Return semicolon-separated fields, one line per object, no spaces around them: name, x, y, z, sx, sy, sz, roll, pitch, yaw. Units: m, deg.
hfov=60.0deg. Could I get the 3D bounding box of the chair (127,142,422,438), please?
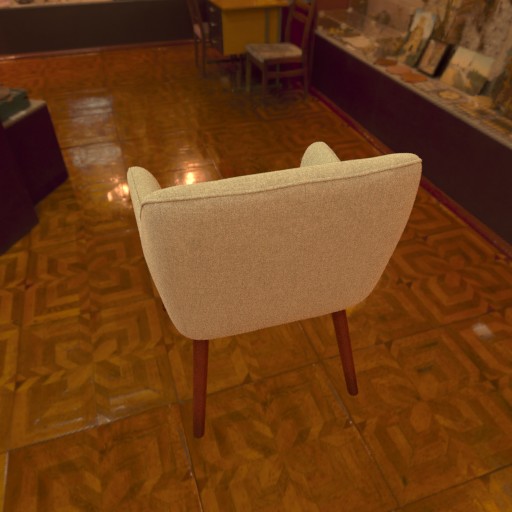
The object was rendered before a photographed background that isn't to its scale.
chair;0.000;0.000;1.229;0.610;0.813;0.610;-11;41;-13
